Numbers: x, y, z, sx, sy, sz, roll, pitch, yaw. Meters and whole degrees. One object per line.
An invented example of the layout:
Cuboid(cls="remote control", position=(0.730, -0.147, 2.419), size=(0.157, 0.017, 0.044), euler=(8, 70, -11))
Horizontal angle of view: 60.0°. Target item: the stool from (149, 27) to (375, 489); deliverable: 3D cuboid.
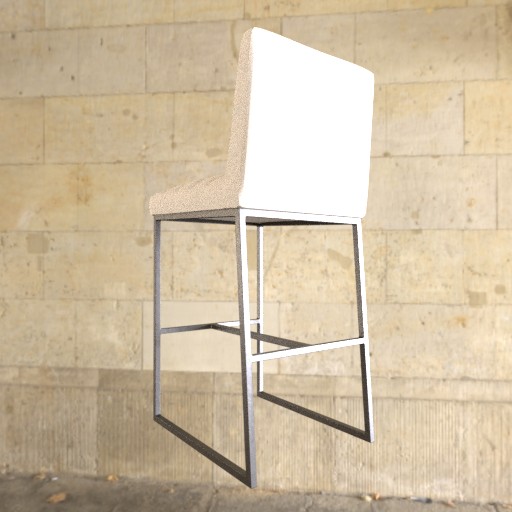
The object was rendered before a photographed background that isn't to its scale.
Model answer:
Cuboid(cls="stool", position=(0.000, 0.000, 1.358), size=(0.464, 1.061, 0.573), euler=(0, -1, -37))
